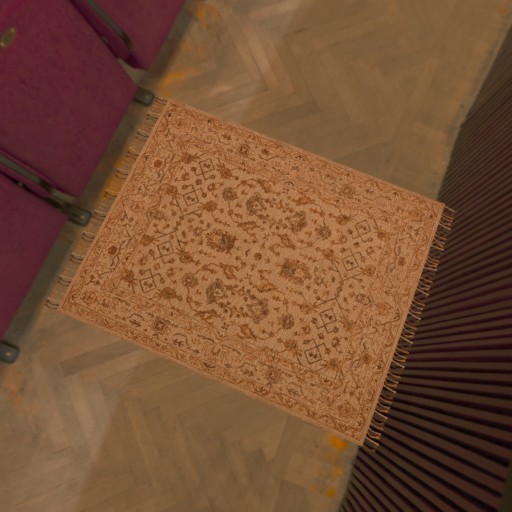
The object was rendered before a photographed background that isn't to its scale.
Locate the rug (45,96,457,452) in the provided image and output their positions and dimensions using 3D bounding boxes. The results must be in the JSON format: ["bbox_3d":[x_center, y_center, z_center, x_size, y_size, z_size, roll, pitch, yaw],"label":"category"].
[{"bbox_3d":[0.000,0.000,2.236,1.726,0.009,1.278,22,77,5],"label":"rug"}]
